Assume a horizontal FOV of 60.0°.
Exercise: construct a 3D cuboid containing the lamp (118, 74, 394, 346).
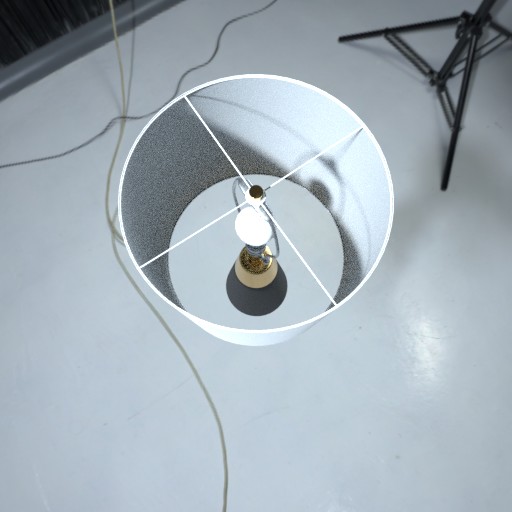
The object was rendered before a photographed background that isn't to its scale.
[{"bbox_3d":[0.000,0.000,0.772,0.308,0.580,0.308,-33,78,-8],"label":"lamp"}]
